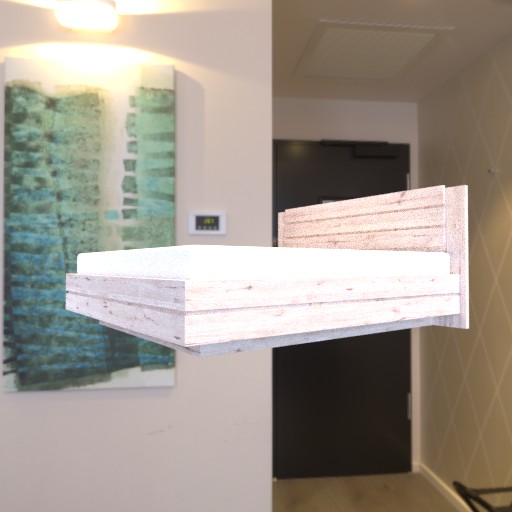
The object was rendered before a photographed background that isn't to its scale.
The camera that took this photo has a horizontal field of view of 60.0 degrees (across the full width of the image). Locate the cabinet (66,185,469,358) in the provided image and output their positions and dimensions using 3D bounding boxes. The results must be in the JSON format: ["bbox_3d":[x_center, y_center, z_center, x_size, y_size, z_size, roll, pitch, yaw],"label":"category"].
[{"bbox_3d":[0.000,0.000,3.119,2.080,0.970,1.950,1,-2,-37],"label":"cabinet"}]
